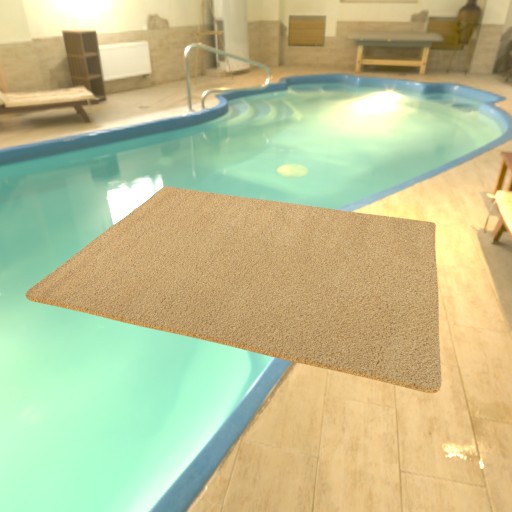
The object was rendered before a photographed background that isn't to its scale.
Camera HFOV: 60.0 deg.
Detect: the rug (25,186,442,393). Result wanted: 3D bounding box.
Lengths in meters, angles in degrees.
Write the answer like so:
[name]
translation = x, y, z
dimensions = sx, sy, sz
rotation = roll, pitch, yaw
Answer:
[rug]
translation = 0.000, 0.000, 2.067
dimensions = 1.600, 0.025, 1.199
rotation = 10, 33, 15
